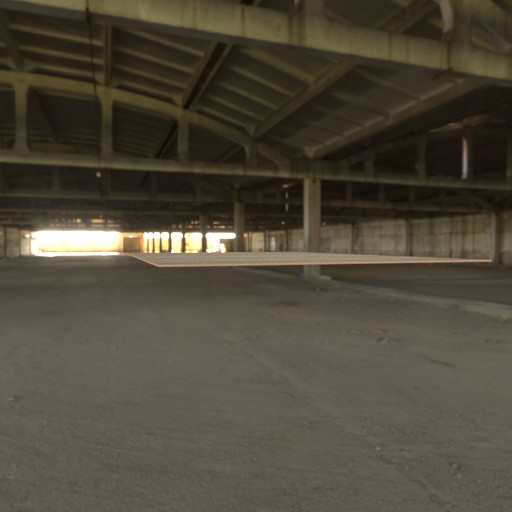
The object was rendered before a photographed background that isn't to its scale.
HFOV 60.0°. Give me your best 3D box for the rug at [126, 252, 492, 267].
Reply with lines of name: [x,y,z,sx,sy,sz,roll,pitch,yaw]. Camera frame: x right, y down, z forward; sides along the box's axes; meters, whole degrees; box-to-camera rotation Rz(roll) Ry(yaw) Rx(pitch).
rug: [0.000,0.000,2.307,1.219,0.008,1.829,-1,2,-19]
